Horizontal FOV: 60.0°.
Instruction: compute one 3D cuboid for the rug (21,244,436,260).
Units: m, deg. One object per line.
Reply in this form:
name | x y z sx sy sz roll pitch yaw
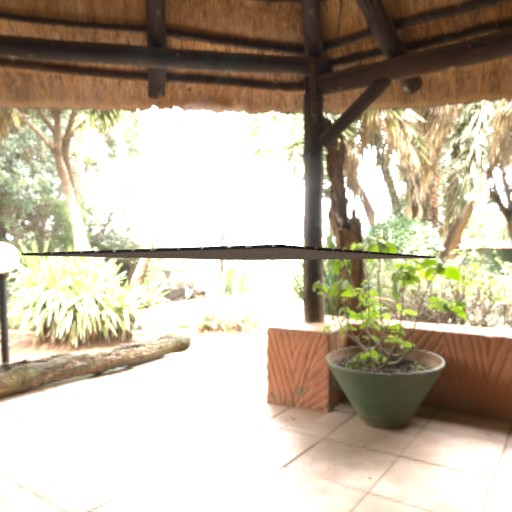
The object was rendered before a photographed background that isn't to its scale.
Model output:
rug | 0.000 0.000 4.055 2.439 0.022 3.047 -1 -2 35
